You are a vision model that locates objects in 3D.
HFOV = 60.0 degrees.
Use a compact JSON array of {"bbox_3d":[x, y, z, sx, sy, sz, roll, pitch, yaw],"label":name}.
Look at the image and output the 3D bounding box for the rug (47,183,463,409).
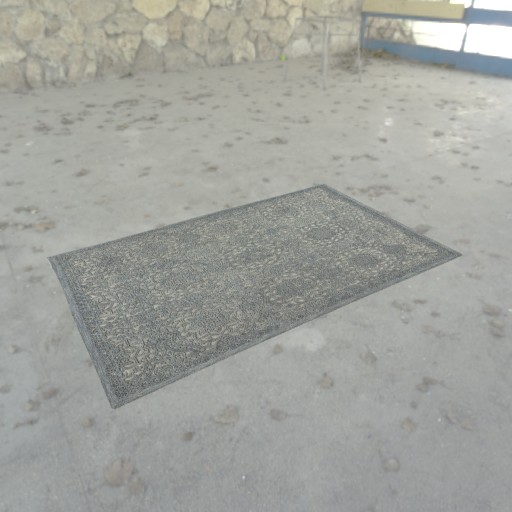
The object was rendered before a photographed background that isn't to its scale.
[{"bbox_3d":[0.000,0.000,3.111,2.498,0.022,1.535,-18,36,-27],"label":"rug"}]
